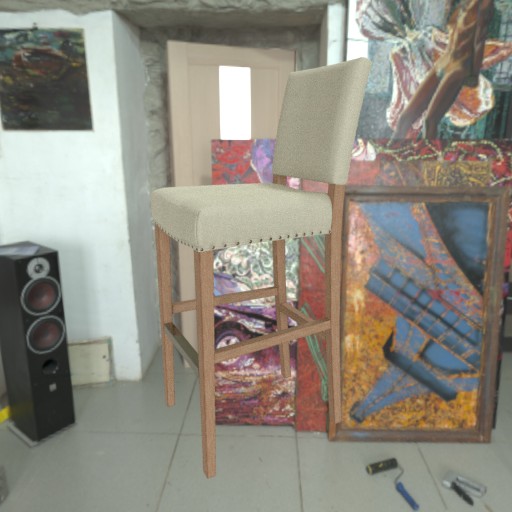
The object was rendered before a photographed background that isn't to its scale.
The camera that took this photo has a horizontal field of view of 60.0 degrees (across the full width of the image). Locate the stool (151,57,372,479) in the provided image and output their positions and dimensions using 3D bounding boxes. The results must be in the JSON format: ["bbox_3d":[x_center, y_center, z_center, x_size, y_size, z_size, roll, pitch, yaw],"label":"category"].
[{"bbox_3d":[0.000,0.000,1.399,0.546,1.143,0.428,-8,17,-26],"label":"stool"}]
